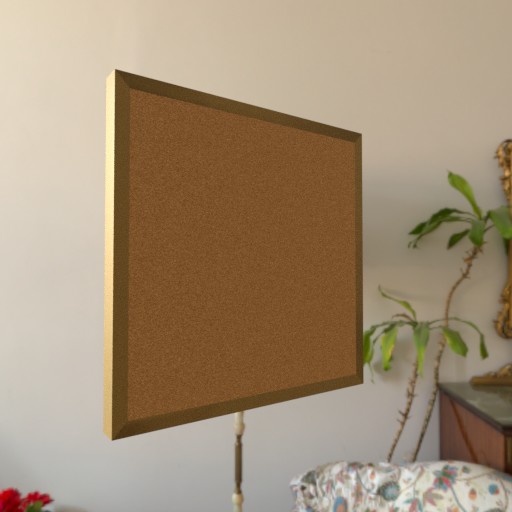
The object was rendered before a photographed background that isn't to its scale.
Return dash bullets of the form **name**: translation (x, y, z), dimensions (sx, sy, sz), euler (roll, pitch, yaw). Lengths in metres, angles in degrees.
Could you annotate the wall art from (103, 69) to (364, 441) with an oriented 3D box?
- **wall art**: translation (0.000, 0.000, 0.769), dimensions (0.507, 0.508, 0.038), euler (1, -2, -36)
